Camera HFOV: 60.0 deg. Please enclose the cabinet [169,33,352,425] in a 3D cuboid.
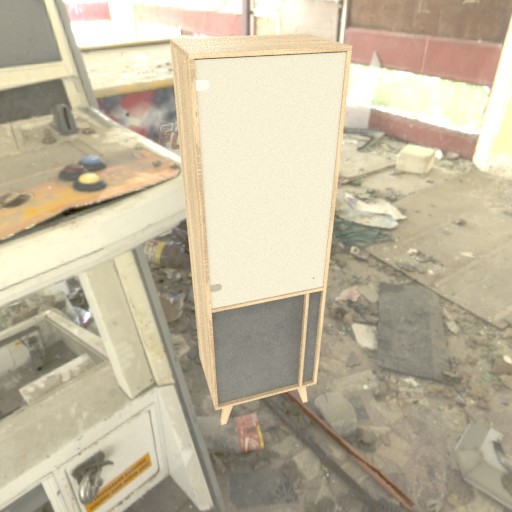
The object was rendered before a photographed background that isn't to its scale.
[{"bbox_3d":[0.000,0.000,2.114,0.570,1.850,0.400,-10,34,-15],"label":"cabinet"}]
